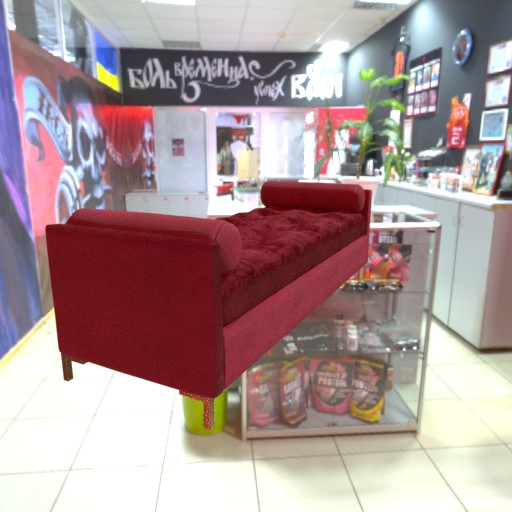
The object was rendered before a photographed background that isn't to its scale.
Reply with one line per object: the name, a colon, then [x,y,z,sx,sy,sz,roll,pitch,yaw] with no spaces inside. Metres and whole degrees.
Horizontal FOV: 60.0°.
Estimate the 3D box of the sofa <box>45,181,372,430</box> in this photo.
sofa: [0.000,0.000,2.491,0.796,0.705,2.102,7,15,27]
